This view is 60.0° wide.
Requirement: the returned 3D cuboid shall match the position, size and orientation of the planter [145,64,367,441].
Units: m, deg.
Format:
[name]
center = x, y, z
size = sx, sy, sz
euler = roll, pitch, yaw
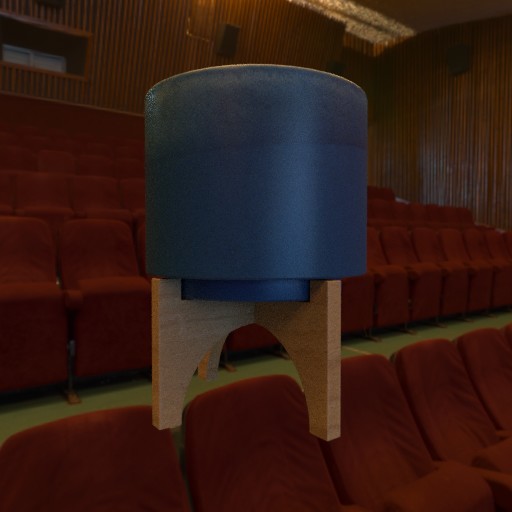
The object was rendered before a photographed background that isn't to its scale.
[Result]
[planter]
center = 0.000, 0.000, 0.397
size = 0.192, 0.263, 0.192
euler = 0, 1, 0
